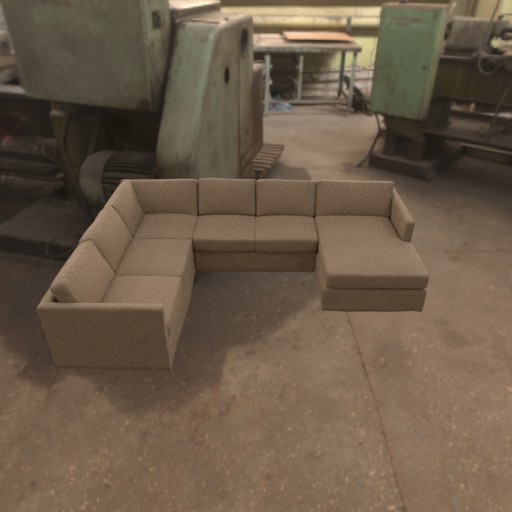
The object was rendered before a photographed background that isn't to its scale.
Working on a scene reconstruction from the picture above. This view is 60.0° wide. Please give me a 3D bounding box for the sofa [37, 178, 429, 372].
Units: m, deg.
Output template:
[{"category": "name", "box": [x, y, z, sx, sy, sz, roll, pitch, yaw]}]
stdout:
[{"category": "sofa", "box": [0.000, 0.000, 4.639, 3.460, 0.882, 2.427, 0, 32, 1]}]
